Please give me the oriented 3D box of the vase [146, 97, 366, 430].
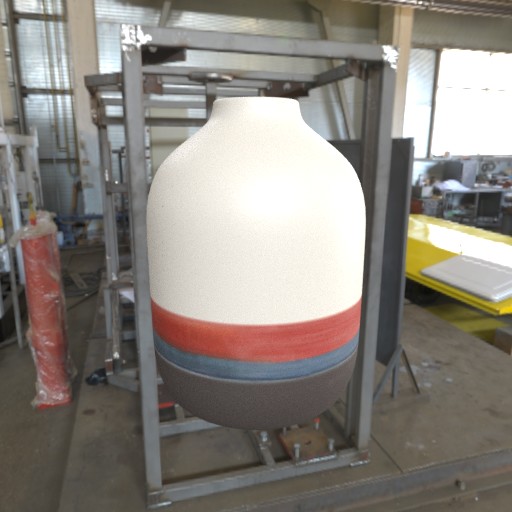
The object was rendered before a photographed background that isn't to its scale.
[{"bbox_3d":[0.000,0.000,0.358,0.169,0.237,0.169,0,14,0],"label":"vase"}]
